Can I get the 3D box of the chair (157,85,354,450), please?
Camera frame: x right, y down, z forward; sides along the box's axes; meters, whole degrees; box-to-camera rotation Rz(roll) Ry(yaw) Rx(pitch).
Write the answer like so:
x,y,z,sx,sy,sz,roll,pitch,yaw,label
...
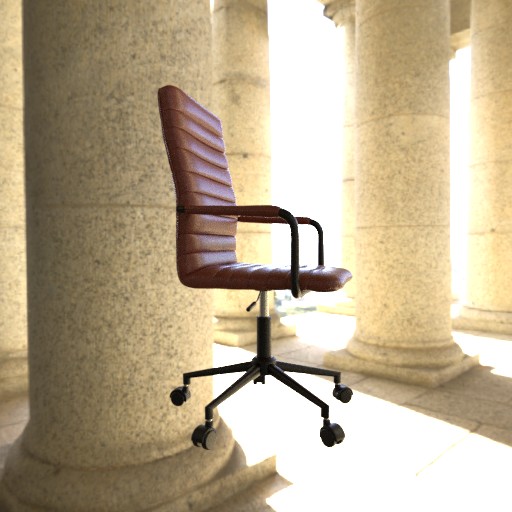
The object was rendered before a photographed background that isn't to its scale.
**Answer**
x,y,z,sx,sy,sz,roll,pitch,yaw,label
0.000,0.000,1.378,0.580,0.979,0.608,0,1,16,chair
